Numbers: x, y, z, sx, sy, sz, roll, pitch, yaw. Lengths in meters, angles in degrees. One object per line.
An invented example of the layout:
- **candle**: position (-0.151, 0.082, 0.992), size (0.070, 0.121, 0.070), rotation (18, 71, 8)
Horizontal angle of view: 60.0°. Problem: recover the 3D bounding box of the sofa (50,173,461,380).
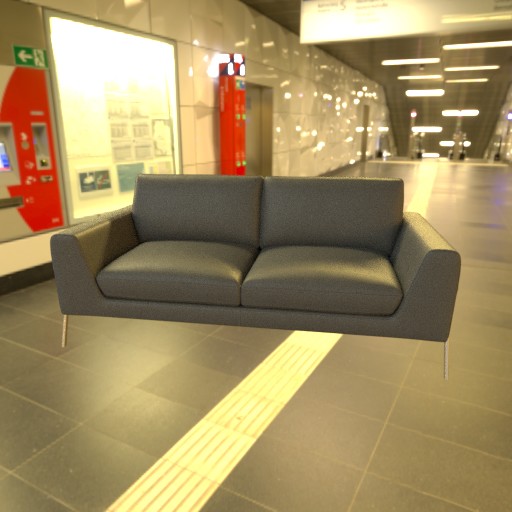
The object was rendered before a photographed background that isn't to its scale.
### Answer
- **sofa**: position (0.000, 0.000, 2.589), size (2.017, 0.875, 0.953), rotation (3, 16, 9)
